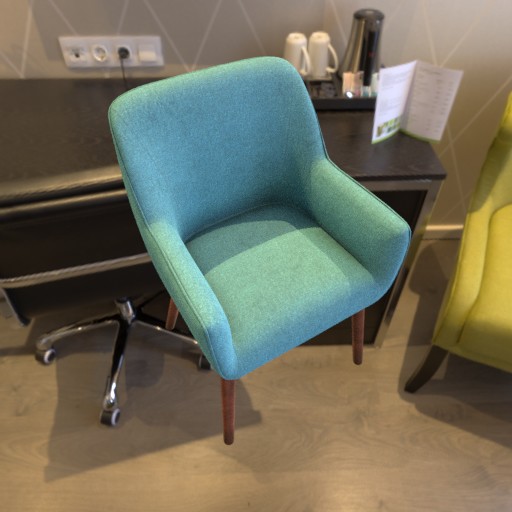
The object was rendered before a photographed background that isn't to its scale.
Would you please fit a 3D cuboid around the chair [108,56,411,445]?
[{"bbox_3d":[0.000,0.000,1.163,0.543,0.803,0.519,-24,51,-22],"label":"chair"}]
